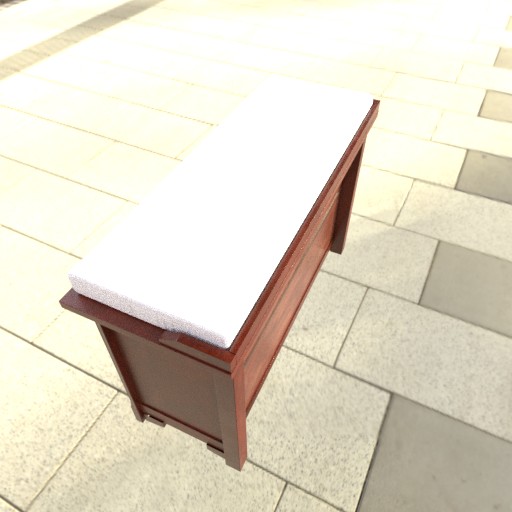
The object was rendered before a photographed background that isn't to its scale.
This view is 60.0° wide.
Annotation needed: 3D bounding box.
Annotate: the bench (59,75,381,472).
[{"bbox_3d":[0.000,0.000,1.287,0.369,0.646,0.987,19,49,17],"label":"bench"}]
